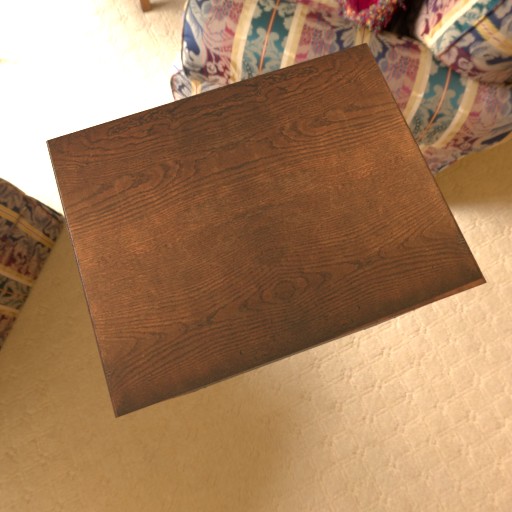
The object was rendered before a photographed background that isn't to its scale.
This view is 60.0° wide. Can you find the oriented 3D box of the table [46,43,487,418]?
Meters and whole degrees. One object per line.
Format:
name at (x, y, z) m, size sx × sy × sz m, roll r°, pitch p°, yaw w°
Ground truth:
table at (0.000, 0.000, 0.991) m, size 0.586 × 0.597 × 0.461 m, roll -19°, pitch 76°, yaw -5°
